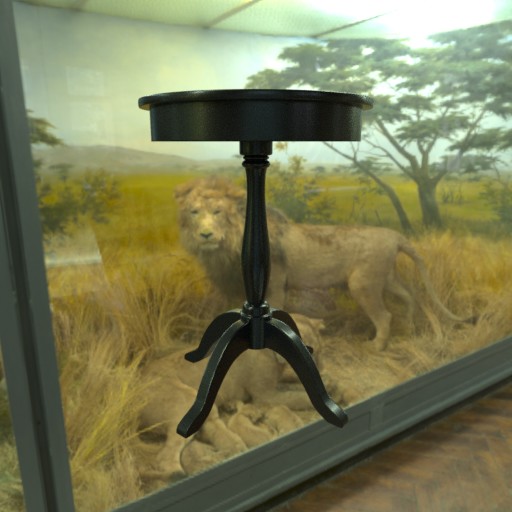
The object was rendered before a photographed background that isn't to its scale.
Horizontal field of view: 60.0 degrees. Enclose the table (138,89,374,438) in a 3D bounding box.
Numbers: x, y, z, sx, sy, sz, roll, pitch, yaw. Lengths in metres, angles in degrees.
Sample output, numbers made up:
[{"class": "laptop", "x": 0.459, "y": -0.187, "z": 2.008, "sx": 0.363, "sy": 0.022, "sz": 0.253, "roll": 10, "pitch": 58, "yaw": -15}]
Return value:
[{"class": "table", "x": 0.000, "y": 0.000, "z": 1.006, "sx": 0.481, "sy": 0.665, "sz": 0.481, "roll": 0, "pitch": 14, "yaw": 0}]
